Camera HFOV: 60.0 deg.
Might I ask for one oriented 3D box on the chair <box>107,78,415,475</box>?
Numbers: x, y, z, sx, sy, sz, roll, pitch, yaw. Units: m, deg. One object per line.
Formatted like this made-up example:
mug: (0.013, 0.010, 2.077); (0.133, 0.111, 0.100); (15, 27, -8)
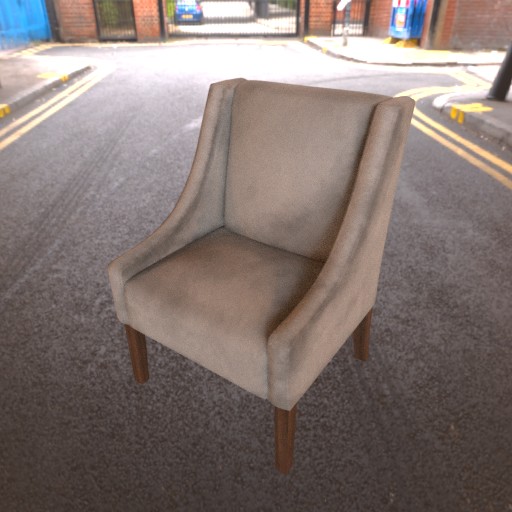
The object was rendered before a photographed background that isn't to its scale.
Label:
chair: (0.000, 0.000, 1.323); (0.629, 0.895, 0.629); (19, 35, 30)
